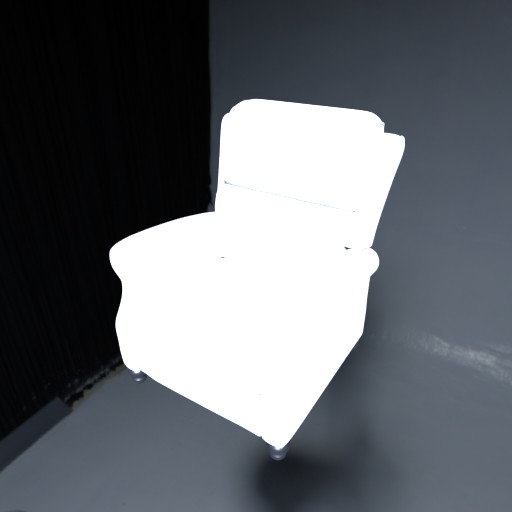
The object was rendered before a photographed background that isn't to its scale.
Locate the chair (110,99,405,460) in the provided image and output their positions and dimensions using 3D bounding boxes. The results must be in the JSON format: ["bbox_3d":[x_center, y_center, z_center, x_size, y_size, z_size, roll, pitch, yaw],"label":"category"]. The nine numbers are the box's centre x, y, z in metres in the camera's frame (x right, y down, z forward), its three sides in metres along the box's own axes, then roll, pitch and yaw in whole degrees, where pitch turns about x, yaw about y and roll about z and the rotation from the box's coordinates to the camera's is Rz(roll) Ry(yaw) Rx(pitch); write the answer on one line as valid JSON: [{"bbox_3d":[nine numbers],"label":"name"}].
[{"bbox_3d":[0.000,0.000,1.758,0.859,1.046,0.919,17,33,28],"label":"chair"}]
